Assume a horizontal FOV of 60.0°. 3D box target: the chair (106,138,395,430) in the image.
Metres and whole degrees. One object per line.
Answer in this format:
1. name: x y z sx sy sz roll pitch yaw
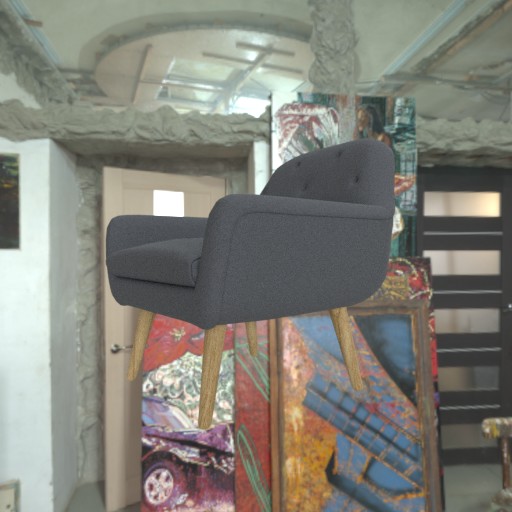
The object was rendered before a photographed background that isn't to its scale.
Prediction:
1. chair: 0.000 0.000 1.418 0.779 0.800 0.770 -1 1 -36
